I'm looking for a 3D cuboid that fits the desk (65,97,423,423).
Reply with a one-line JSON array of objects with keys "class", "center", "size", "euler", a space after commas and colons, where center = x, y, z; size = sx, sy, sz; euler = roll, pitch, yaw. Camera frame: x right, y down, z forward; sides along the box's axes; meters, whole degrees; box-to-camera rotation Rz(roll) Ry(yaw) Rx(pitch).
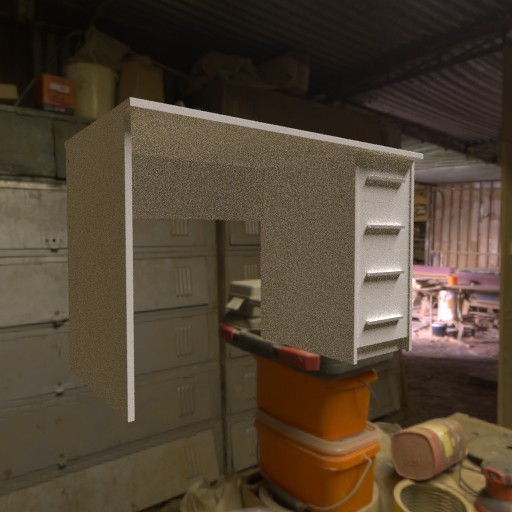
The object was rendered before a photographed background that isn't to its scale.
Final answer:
[{"class": "desk", "center": [0.000, 0.000, 1.519], "size": [1.096, 0.730, 0.560], "euler": [-2, 3, -37]}]
